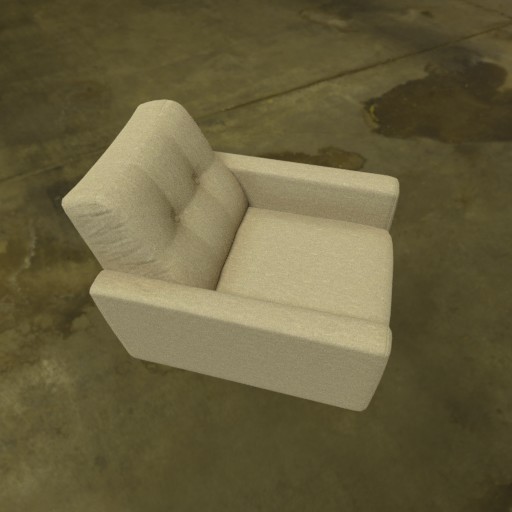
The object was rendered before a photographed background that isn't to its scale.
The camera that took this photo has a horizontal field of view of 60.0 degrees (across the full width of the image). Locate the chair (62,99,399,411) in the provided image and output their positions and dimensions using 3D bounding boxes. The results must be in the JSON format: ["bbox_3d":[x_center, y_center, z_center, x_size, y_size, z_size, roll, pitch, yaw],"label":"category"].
[{"bbox_3d":[0.000,0.000,1.839,1.128,0.965,0.897,10,49,9],"label":"chair"}]
